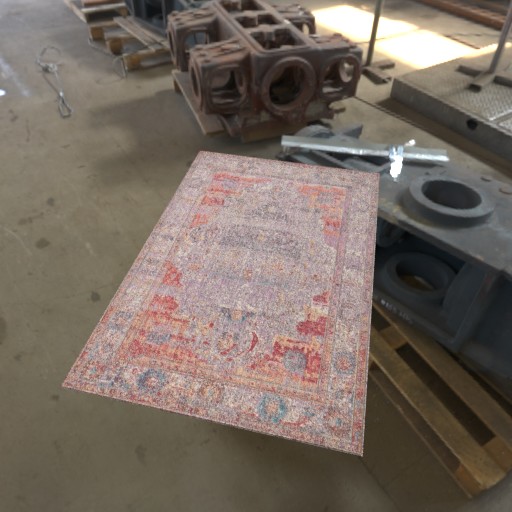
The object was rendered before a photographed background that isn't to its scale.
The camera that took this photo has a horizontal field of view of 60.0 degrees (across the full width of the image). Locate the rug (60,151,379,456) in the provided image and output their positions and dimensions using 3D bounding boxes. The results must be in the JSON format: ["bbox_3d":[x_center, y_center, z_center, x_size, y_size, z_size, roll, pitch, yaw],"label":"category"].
[{"bbox_3d":[0.000,0.000,2.338,1.219,0.005,1.829,9,46,9],"label":"rug"}]
